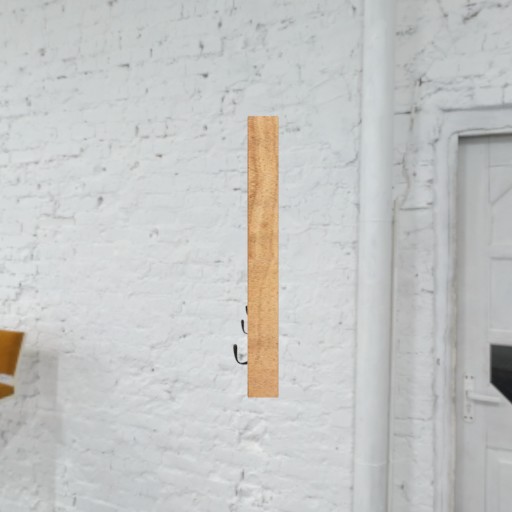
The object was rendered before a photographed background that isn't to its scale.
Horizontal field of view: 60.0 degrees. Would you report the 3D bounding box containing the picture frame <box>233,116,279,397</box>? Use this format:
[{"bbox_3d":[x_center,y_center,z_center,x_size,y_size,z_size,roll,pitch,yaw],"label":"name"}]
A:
[{"bbox_3d":[0.000,0.000,0.659,0.045,0.234,0.582,0,0,1],"label":"picture frame"}]
